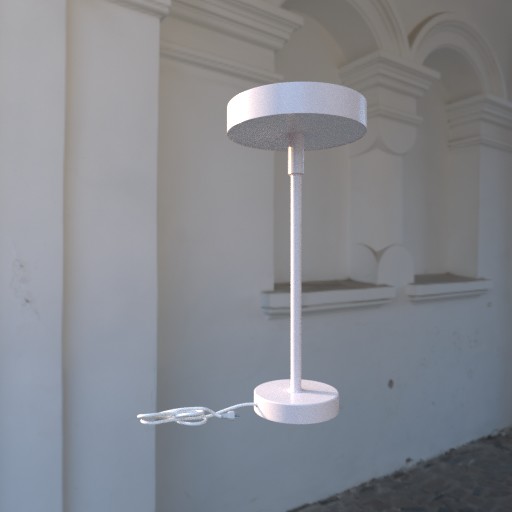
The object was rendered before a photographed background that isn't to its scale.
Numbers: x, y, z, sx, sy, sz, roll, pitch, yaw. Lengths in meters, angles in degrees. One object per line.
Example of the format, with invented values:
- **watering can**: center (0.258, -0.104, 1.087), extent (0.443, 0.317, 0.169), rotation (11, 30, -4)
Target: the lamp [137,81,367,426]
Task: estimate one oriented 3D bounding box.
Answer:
- **lamp**: center (0.000, 0.000, 0.714), extent (0.369, 0.508, 0.229), rotation (0, 0, -19)
